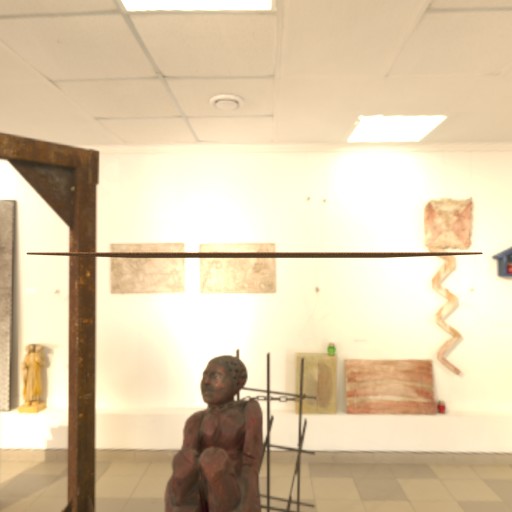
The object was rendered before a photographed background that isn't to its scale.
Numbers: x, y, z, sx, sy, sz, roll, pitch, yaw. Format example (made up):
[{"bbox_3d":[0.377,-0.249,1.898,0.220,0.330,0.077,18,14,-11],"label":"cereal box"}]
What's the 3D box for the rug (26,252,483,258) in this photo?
[{"bbox_3d":[0.000,0.000,4.170,3.050,0.015,2.441,0,-1,1],"label":"rug"}]
